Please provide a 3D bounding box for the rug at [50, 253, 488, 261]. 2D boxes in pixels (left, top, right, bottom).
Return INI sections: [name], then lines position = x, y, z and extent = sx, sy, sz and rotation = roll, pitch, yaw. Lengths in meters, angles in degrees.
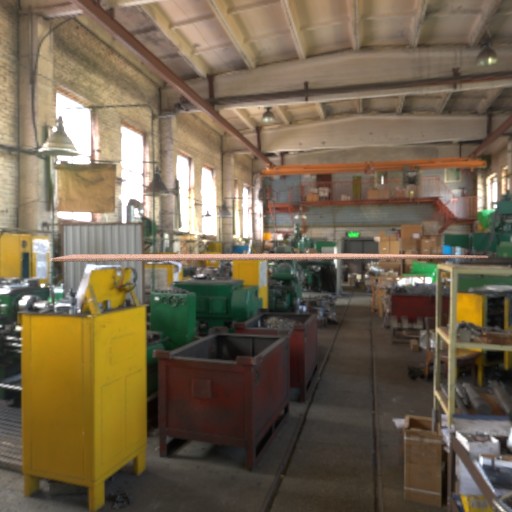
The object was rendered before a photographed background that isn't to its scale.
[rug]
position = 0.000, 0.000, 2.997
extent = 2.390, 0.015, 1.609
rotation = 0, 1, -19
